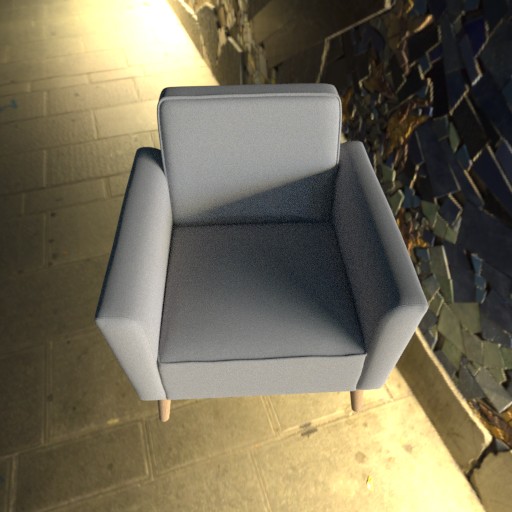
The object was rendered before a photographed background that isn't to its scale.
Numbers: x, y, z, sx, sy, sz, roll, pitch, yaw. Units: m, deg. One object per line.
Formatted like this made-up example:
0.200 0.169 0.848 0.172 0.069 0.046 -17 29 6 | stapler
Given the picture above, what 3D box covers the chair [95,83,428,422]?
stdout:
0.000 0.000 1.398 0.780 0.780 0.750 -2 46 -2 | chair
